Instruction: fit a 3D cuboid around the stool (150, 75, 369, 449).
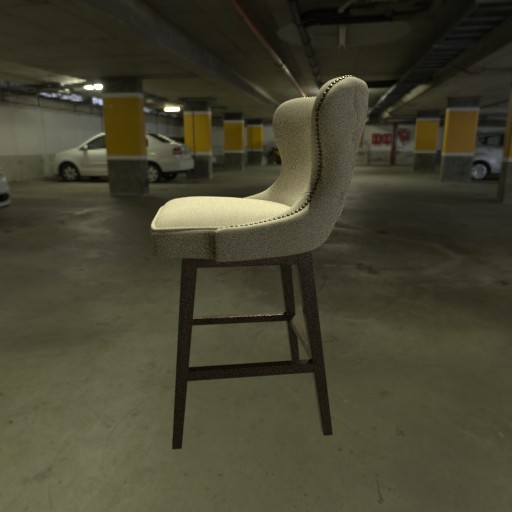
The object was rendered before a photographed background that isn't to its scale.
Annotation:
[{"bbox_3d":[0.000,0.000,1.356,0.597,0.972,0.615,-2,14,-7],"label":"stool"}]
